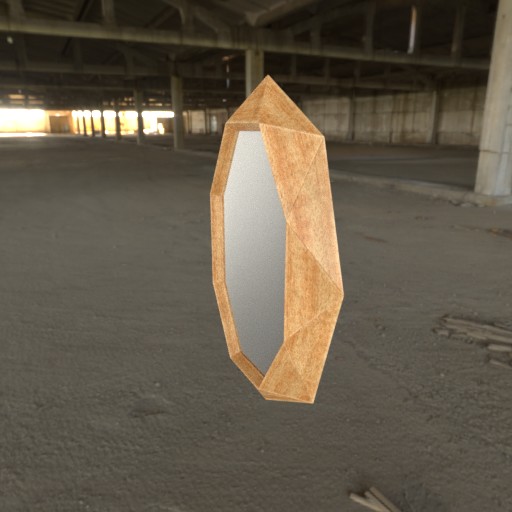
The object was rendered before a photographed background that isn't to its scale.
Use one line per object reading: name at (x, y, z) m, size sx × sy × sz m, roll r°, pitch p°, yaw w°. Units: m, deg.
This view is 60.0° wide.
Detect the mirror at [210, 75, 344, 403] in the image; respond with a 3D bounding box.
mirror at (0.000, 0.000, 1.014) m, size 0.070 × 0.774 × 0.577 m, roll -8°, pitch 18°, yaw -25°
